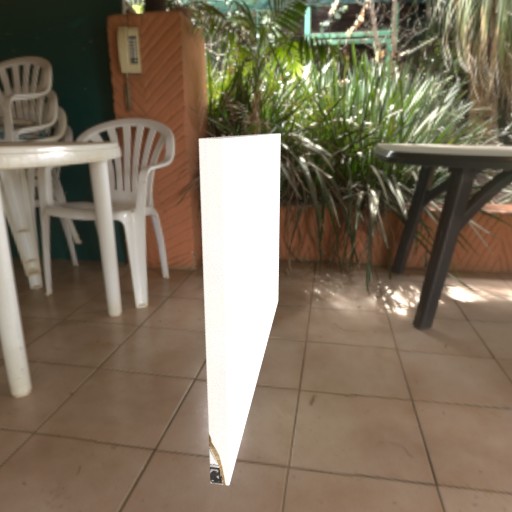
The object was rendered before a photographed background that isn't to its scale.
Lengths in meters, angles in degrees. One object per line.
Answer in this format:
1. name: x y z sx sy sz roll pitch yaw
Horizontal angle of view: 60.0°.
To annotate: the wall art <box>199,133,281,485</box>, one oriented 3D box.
1. wall art: 0.000 0.000 1.140 0.038 0.601 0.898 2 16 8
